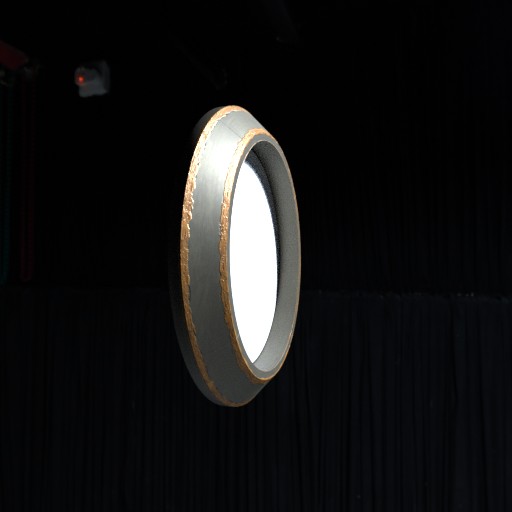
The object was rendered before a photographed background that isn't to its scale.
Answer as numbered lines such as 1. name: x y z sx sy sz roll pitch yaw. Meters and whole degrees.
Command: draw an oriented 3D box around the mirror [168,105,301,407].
1. mirror: 0.000 0.000 1.396 0.111 0.907 0.907 -1 -2 19
